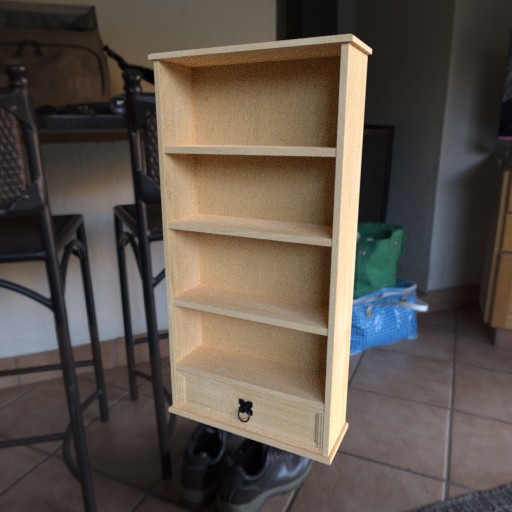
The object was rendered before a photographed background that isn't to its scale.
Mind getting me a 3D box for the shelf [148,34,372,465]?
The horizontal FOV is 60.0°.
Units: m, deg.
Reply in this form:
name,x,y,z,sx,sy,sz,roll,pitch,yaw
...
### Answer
name,x,y,z,sx,sy,sz,roll,pitch,yaw
shelf,0.000,0.000,1.208,0.520,1.030,0.175,7,17,26
